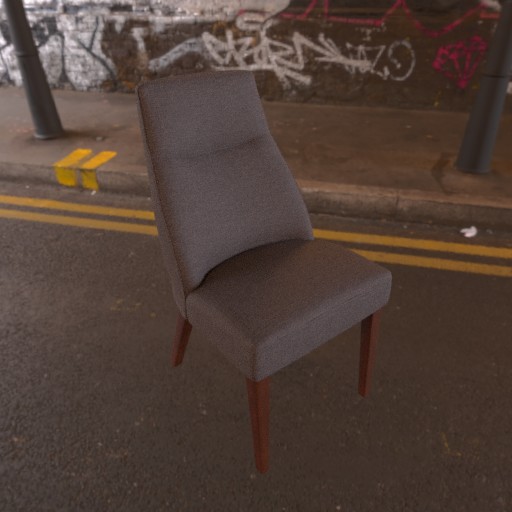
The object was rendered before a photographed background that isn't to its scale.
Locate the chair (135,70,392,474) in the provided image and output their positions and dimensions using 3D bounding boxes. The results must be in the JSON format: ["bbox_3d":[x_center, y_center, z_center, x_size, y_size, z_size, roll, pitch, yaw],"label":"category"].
[{"bbox_3d":[0.000,0.000,1.289,0.500,0.930,0.620,-22,38,-32],"label":"chair"}]
